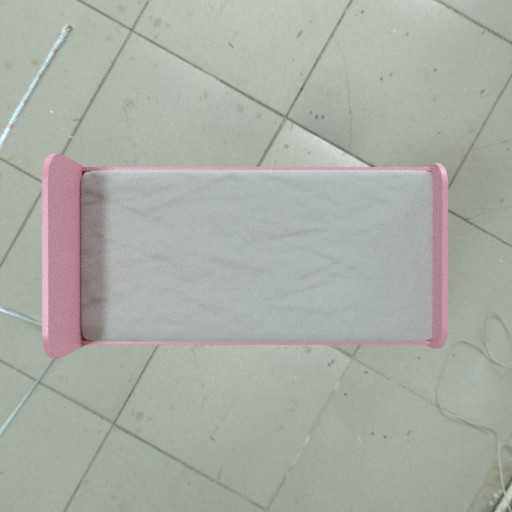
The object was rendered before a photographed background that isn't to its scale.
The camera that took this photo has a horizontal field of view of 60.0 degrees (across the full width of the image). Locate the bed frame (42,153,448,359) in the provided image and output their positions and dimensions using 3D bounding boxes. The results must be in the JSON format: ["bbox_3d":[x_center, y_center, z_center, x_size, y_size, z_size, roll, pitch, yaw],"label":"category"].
[{"bbox_3d":[0.000,0.000,2.434,1.963,0.805,0.998,0,90,0],"label":"bed frame"}]
